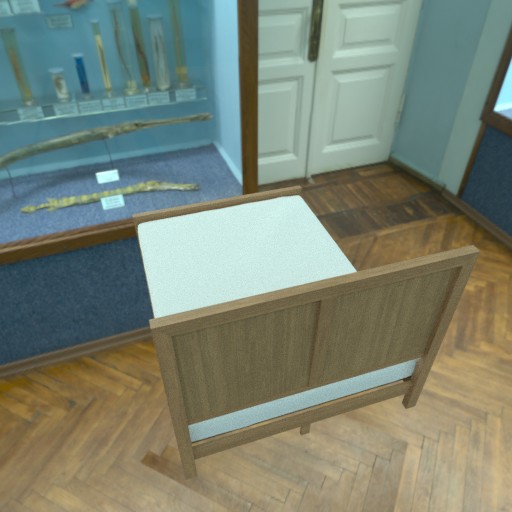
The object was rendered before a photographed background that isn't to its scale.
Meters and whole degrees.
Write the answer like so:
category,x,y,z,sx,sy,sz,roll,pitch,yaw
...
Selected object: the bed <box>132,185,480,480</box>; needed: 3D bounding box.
category,x,y,z,sx,sy,sz,roll,pitch,yaw
bed,0.000,0.000,3.226,1.606,1.387,2.184,-12,41,-14
